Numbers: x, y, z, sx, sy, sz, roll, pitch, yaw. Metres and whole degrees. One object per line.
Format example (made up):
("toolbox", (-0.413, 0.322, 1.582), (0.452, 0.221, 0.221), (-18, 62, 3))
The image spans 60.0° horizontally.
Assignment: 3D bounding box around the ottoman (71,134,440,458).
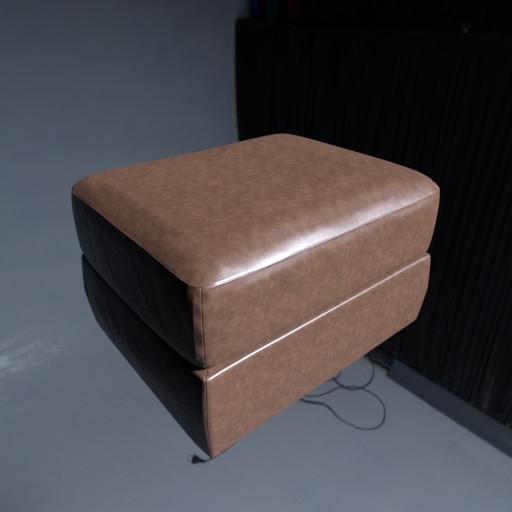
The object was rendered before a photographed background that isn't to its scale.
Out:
("ottoman", (0.000, 0.000, 1.158), (0.751, 0.476, 0.603), (-22, 36, -33))
